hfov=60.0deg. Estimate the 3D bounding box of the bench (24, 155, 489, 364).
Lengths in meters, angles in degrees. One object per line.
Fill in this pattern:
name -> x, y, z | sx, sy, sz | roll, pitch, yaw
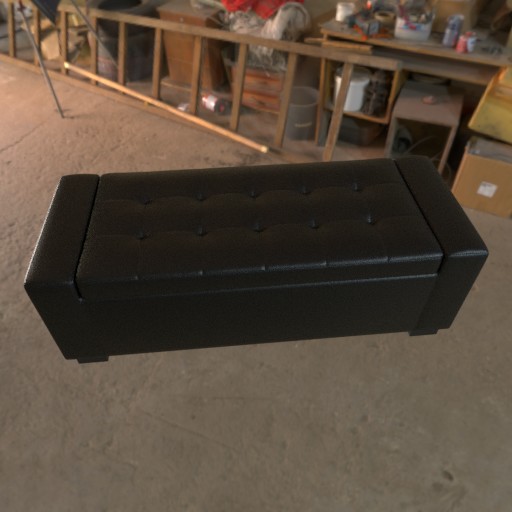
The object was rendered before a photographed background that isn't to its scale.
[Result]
bench -> 0.000, 0.000, 1.529 | 1.296, 0.445, 0.508 | -4, 46, -4
